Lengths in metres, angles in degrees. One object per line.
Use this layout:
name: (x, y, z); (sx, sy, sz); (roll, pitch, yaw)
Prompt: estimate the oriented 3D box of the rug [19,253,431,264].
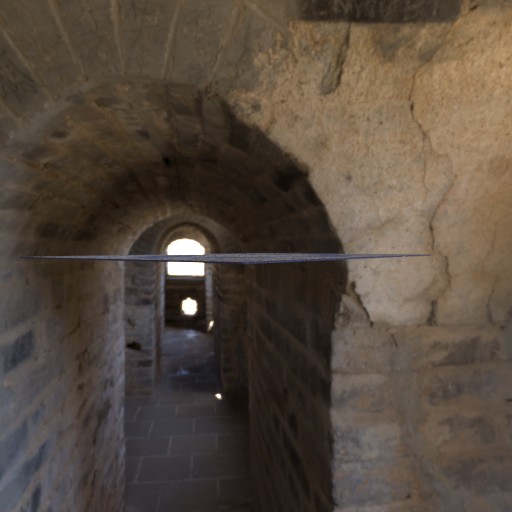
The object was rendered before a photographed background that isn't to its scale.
rug: (0.000, 0.000, 3.714); (2.053, 0.011, 2.940); (1, 1, 37)
